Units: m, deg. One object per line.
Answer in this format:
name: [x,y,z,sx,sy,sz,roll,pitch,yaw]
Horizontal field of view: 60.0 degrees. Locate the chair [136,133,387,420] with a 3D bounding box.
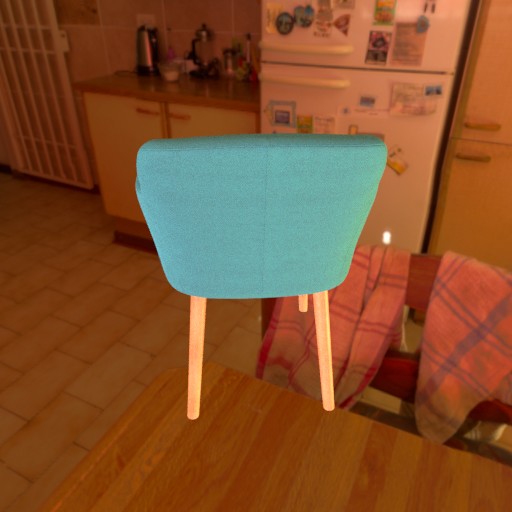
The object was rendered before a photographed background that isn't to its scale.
chair: [0.000,0.000,1.182,0.570,0.780,0.540,-2,31,-4]
